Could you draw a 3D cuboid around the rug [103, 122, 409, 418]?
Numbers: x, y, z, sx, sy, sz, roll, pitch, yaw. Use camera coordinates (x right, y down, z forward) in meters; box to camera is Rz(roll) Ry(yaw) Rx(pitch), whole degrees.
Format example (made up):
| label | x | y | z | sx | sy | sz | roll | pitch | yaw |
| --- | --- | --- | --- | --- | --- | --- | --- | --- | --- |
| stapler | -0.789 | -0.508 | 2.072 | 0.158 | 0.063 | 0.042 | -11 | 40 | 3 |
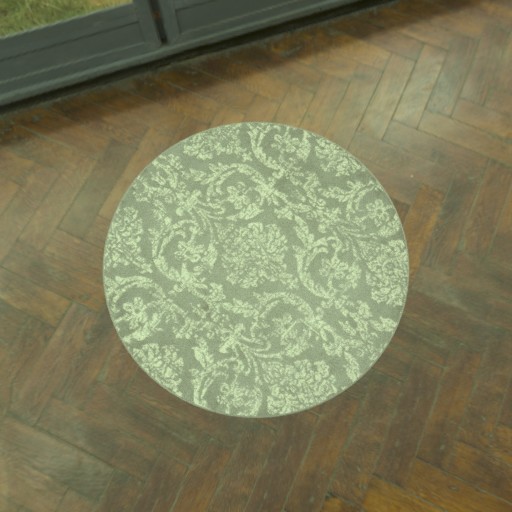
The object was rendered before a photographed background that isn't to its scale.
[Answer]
| label | x | y | z | sx | sy | sz | roll | pitch | yaw |
| --- | --- | --- | --- | --- | --- | --- | --- | --- | --- |
| rug | 0.000 | 0.000 | 2.312 | 1.593 | 0.012 | 1.593 | 0 | 74 | 0 |
